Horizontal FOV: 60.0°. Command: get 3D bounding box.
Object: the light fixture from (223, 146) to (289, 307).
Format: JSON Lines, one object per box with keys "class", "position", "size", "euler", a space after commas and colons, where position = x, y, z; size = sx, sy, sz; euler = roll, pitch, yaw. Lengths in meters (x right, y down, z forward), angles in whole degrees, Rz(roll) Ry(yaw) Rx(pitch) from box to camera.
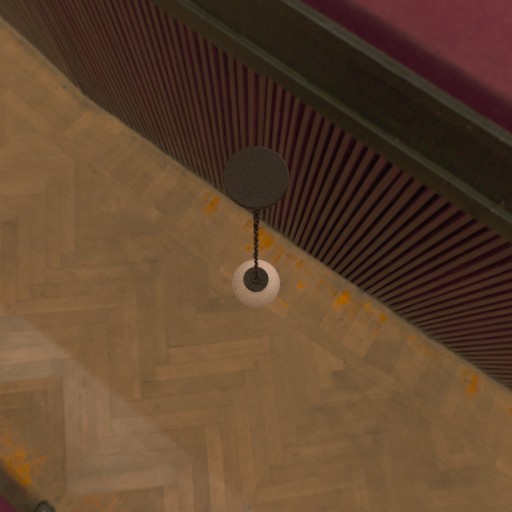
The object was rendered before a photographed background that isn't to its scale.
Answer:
{"class": "light fixture", "position": [0.000, 0.000, 2.058], "size": [0.304, 1.867, 0.305], "euler": [37, 80, 8]}
